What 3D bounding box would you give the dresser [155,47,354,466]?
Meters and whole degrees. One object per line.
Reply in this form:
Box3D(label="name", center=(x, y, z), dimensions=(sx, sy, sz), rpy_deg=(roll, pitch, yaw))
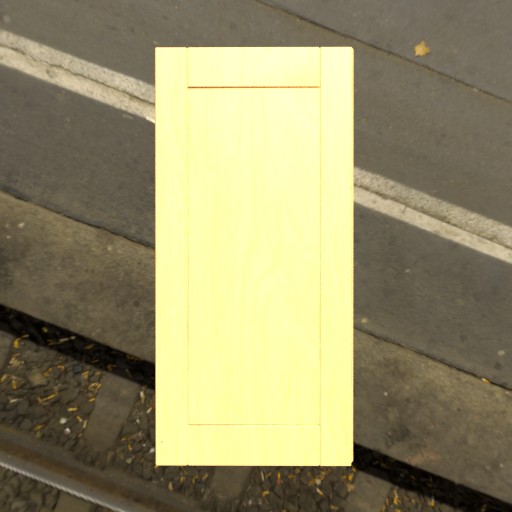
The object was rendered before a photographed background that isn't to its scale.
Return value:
Box3D(label="dresser", center=(0.000, 0.000, 1.386), dimensions=(0.440, 0.835, 0.915), rpy_deg=(0, 90, 0))
